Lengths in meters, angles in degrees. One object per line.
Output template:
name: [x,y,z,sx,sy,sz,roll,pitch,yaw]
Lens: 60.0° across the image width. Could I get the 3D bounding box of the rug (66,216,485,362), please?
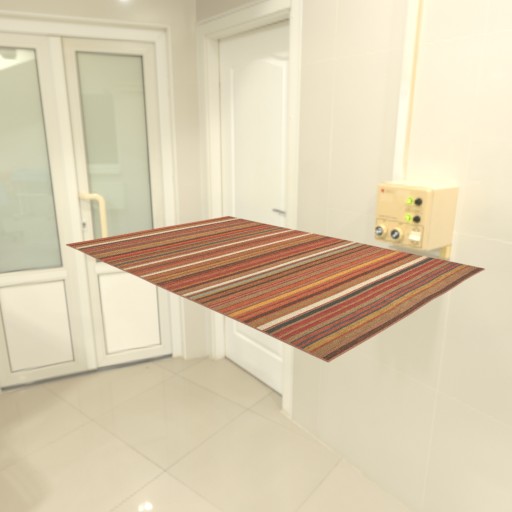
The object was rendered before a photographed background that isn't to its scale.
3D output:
rug: [0.000,0.000,2.281,1.217,0.007,1.828,-15,22,-42]
